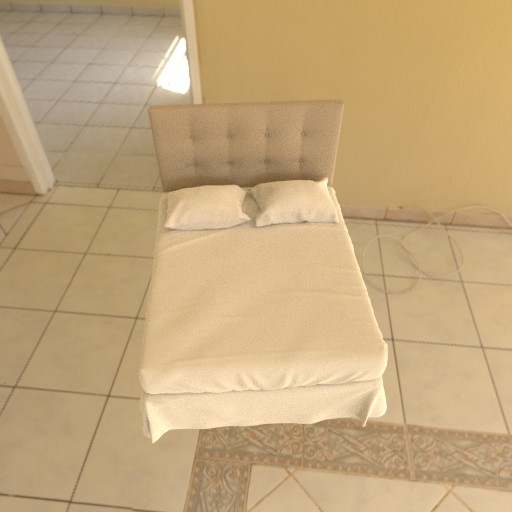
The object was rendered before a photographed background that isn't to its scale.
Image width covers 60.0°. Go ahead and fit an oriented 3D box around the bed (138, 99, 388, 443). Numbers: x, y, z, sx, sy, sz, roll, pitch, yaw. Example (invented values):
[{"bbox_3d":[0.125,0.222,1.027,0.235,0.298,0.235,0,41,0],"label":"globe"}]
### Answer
[{"bbox_3d":[0.000,0.000,3.521,1.936,1.577,2.222,-3,45,-3],"label":"bed"}]
